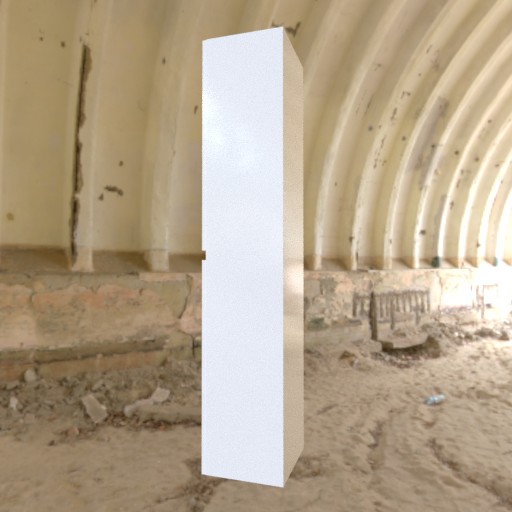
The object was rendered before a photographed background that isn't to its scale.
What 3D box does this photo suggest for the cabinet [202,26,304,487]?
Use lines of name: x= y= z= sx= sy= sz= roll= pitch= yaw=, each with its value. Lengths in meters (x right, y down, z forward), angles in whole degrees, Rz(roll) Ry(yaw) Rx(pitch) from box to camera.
cabinet: x=0.000 y=0.000 z=1.531 sx=0.270 sy=1.400 sz=0.300 roll=0 pitch=-1 yaw=18
